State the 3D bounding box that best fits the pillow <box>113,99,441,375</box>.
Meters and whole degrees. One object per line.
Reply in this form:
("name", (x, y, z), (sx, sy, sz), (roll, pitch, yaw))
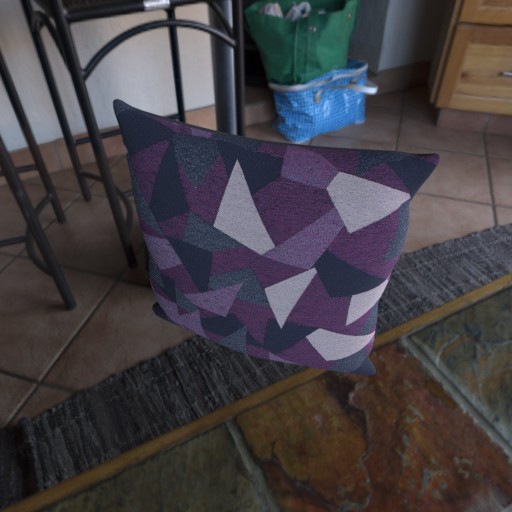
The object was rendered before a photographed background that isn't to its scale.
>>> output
("pillow", (0.000, 0.000, 0.785), (0.503, 0.496, 0.208), (13, 43, 14))
